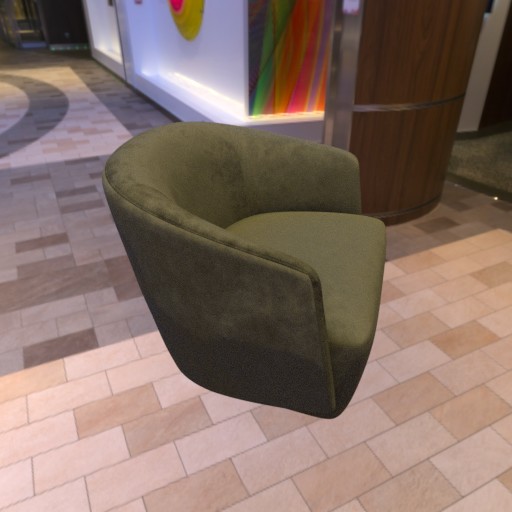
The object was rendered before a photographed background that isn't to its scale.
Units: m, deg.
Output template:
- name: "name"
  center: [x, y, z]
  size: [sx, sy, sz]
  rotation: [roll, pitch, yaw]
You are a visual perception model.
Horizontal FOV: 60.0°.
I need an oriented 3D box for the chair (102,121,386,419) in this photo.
- name: "chair"
  center: [0.000, 0.000, 1.367]
  size: [0.767, 0.698, 0.773]
  rotation: [9, 33, 15]
